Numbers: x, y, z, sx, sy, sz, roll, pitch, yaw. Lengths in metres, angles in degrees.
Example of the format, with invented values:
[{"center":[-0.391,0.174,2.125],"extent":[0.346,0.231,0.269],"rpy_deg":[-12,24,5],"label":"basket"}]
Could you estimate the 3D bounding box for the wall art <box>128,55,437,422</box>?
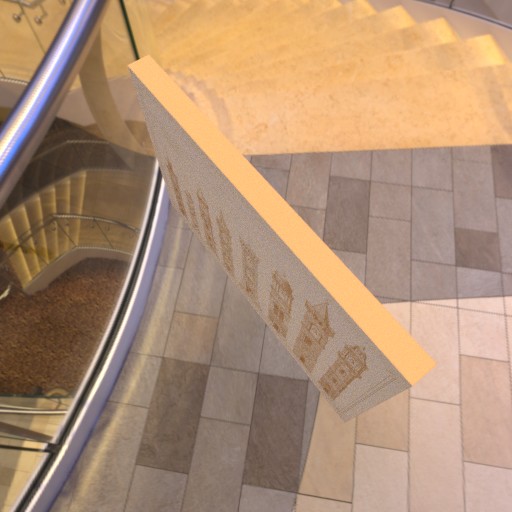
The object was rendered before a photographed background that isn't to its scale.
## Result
[{"center":[0.000,0.000,0.772],"extent":[0.039,0.407,0.609],"rpy_deg":[-34,69,-15],"label":"wall art"}]
